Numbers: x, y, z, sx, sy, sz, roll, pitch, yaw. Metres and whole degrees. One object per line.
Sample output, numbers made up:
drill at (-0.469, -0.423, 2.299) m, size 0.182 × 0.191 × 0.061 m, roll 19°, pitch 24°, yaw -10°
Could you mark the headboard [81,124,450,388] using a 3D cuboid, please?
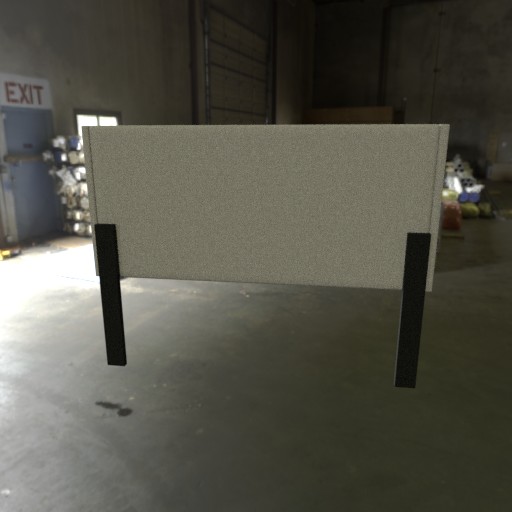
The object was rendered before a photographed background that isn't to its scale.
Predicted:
headboard at (0.000, 0.000, 2.690) m, size 2.051 × 1.524 × 0.184 m, roll 2°, pitch 15°, yaw 8°
